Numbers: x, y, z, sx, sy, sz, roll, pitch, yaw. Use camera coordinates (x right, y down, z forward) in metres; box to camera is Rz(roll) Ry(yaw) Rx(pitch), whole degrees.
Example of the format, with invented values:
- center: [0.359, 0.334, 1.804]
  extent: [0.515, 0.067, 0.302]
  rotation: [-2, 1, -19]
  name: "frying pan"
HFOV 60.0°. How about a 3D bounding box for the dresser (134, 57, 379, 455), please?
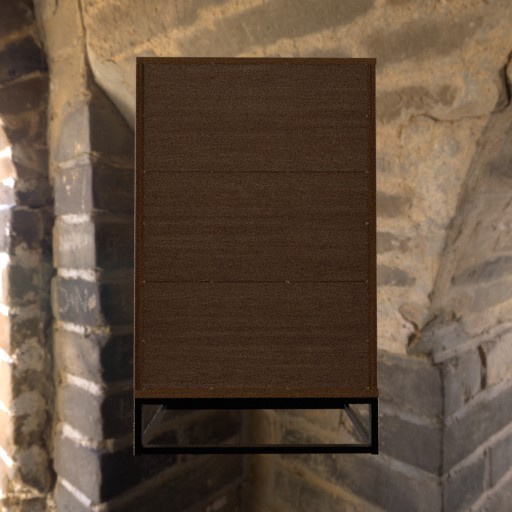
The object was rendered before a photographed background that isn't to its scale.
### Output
- center: [0.000, 0.000, 1.615]
  extent: [0.761, 1.240, 0.479]
  rotation: [0, -1, -1]
  name: "dresser"
